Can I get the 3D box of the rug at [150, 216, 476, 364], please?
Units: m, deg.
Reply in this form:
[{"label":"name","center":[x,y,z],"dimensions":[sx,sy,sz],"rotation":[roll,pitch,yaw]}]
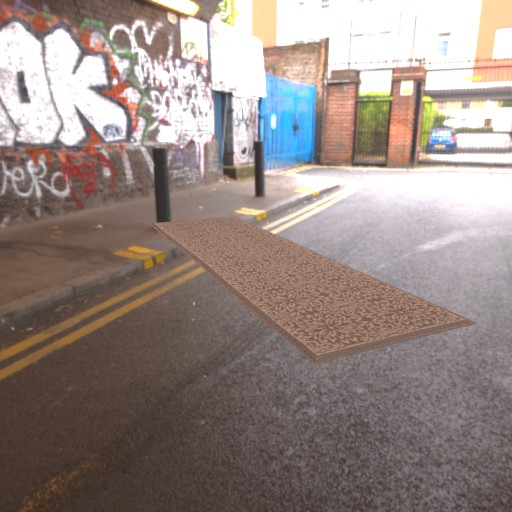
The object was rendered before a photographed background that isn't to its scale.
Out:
[{"label":"rug","center":[0.000,0.000,2.357],"dimensions":[0.662,0.011,2.196],"rotation":[-7,17,-24]}]
